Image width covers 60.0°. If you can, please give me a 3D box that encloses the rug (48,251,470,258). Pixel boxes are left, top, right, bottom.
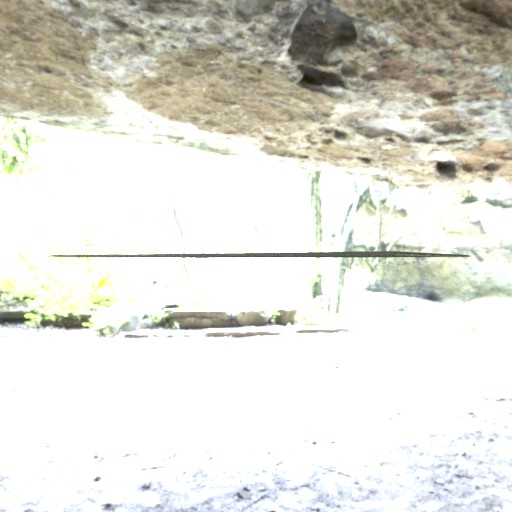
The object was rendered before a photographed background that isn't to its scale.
[{"bbox_3d":[0.000,0.000,2.290,1.824,0.012,1.206,0,-1,35],"label":"rug"}]
